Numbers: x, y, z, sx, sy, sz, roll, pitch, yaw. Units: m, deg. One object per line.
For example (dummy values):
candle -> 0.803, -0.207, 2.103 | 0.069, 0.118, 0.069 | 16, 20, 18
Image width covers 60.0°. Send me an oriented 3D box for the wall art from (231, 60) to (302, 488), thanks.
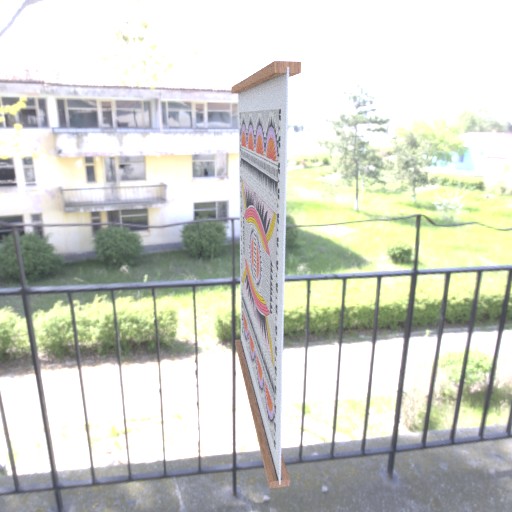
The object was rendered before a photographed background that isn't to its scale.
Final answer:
wall art -> 0.000, 0.000, 0.705 | 0.028, 0.527, 0.403 | -3, 18, -9
